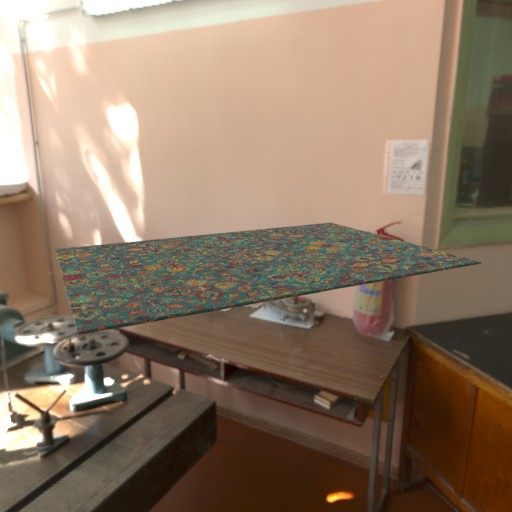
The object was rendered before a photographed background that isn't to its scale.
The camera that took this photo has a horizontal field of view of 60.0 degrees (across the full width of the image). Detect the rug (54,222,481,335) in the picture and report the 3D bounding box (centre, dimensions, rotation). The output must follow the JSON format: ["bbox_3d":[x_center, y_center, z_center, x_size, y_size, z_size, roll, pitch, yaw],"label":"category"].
[{"bbox_3d":[0.000,0.000,2.838,2.290,0.016,1.527,-7,16,-26],"label":"rug"}]
